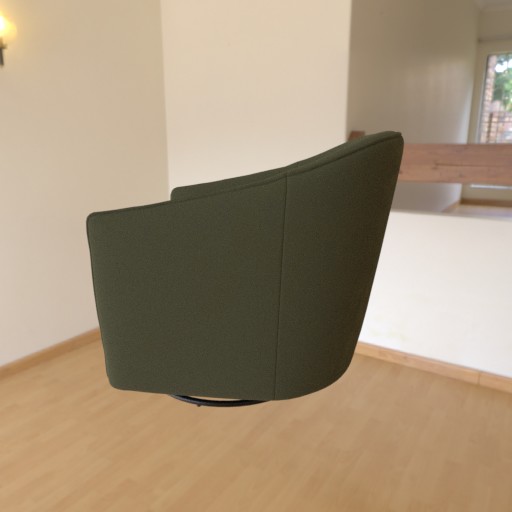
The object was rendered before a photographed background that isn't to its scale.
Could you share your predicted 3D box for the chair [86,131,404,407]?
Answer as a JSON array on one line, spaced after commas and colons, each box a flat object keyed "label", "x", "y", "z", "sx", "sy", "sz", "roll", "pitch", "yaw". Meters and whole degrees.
[{"label": "chair", "x": 0.000, "y": 0.000, "z": 1.477, "sx": 0.875, "sy": 0.799, "sz": 0.747, "roll": 2, "pitch": 14, "yaw": 8}]
